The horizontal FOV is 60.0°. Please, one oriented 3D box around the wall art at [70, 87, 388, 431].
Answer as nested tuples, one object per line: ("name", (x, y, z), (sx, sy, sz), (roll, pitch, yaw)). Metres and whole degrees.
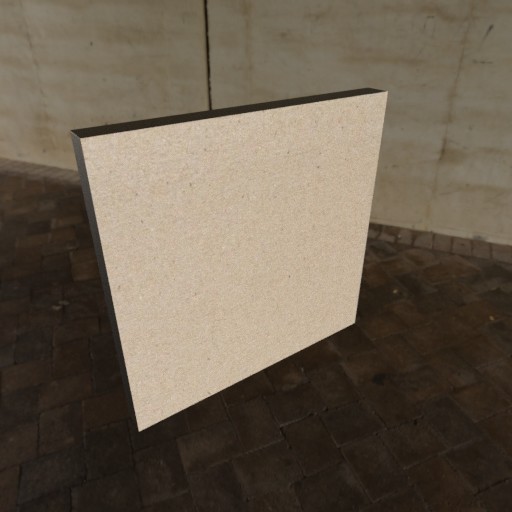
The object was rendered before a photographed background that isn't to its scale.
("wall art", (0.000, 0.000, 0.490), (0.327, 0.318, 0.029), (-19, 35, -29))
